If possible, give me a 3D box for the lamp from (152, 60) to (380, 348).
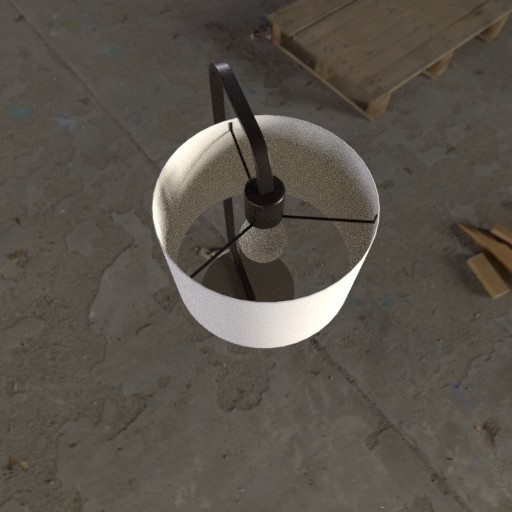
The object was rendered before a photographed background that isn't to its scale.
[{"bbox_3d":[0.000,0.000,0.620,0.230,0.473,0.288,-17,63,-9],"label":"lamp"}]
